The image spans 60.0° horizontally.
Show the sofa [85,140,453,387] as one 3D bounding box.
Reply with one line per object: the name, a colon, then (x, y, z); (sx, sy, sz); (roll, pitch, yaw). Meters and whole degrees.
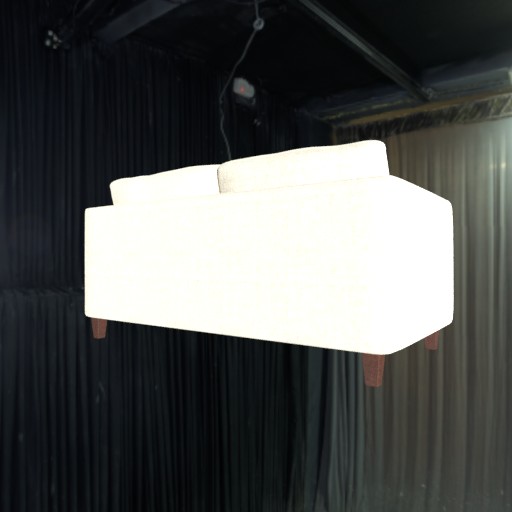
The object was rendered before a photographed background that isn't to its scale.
sofa: (0.000, 0.000, 2.462); (1.884, 0.963, 0.950); (0, 0, 36)
